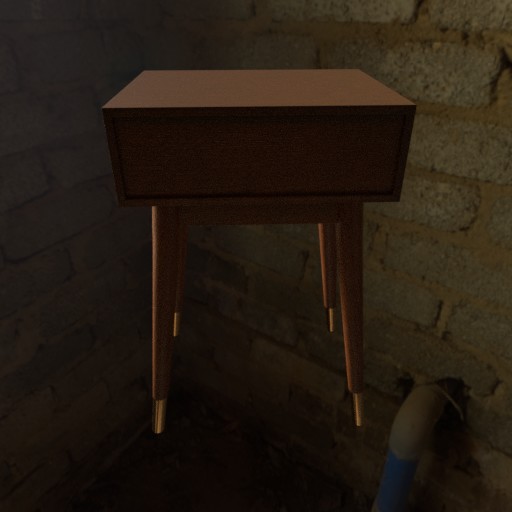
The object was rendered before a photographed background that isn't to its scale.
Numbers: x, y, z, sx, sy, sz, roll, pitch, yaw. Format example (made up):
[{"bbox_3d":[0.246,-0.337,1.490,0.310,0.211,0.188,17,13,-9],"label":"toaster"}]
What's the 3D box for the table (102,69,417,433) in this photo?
[{"bbox_3d":[0.000,0.000,0.818,0.406,0.599,0.300,-1,31,-2],"label":"table"}]
